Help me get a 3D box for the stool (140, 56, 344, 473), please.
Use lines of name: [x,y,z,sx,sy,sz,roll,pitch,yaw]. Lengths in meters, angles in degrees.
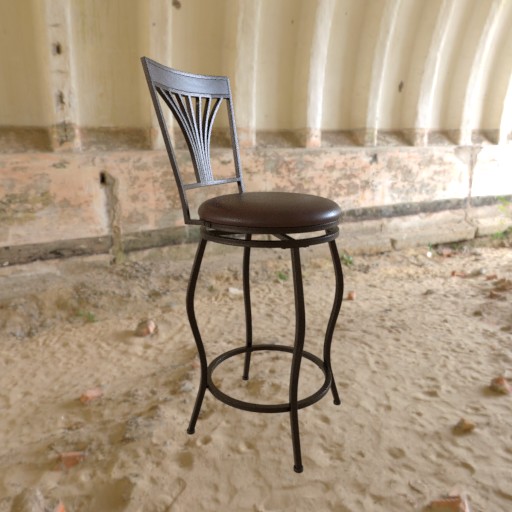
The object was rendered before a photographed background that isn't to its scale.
stool: [0.000,0.000,1.379,0.514,1.117,0.433,7,16,26]
